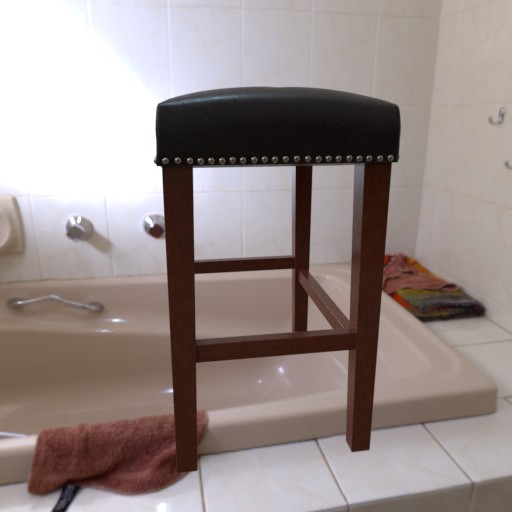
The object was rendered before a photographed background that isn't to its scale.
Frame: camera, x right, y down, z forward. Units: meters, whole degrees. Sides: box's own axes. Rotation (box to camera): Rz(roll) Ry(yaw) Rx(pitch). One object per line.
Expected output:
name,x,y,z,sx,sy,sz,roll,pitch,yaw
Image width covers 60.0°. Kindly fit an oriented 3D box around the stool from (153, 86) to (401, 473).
stool,0.000,0.000,0.949,0.372,0.654,0.504,-3,18,-9
